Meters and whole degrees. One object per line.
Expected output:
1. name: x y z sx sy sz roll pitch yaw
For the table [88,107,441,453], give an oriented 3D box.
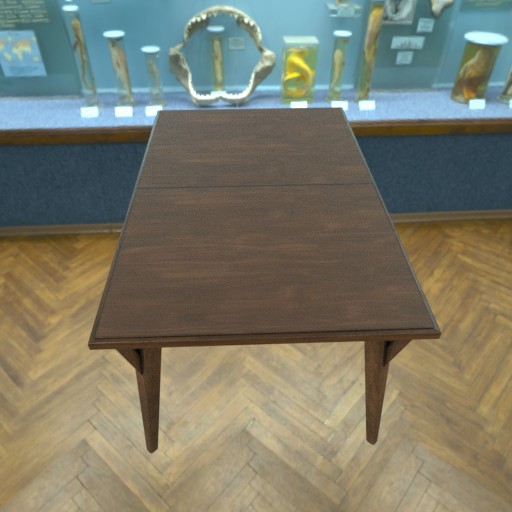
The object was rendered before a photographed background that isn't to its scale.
1. table: 0.000 0.000 2.052 0.990 0.761 1.524 -1 42 -2
